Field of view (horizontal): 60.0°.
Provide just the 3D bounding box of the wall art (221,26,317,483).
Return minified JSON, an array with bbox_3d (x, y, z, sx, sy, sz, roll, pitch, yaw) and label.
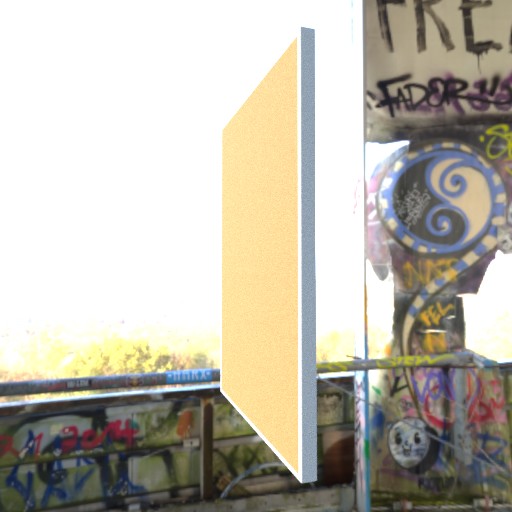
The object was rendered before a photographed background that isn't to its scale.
[{"bbox_3d":[0.000,0.000,1.622,0.046,1.221,0.914,1,-2,-18],"label":"wall art"}]
